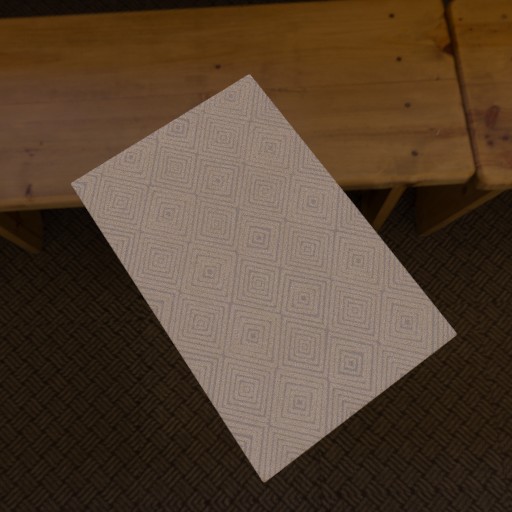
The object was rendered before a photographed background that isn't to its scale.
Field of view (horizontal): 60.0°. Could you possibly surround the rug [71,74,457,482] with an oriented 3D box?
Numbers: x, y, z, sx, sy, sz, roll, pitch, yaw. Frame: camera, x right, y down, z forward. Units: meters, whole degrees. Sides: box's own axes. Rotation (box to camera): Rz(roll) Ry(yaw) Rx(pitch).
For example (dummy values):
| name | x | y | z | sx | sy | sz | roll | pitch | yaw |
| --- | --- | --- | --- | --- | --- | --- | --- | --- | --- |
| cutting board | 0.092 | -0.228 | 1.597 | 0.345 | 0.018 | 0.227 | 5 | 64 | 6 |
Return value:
| name | x | y | z | sx | sy | sz | roll | pitch | yaw |
| --- | --- | --- | --- | --- | --- | --- | --- | --- | --- |
| rug | 0.000 | 0.000 | 2.232 | 1.143 | 0.008 | 1.753 | -34 | 79 | -8 |
